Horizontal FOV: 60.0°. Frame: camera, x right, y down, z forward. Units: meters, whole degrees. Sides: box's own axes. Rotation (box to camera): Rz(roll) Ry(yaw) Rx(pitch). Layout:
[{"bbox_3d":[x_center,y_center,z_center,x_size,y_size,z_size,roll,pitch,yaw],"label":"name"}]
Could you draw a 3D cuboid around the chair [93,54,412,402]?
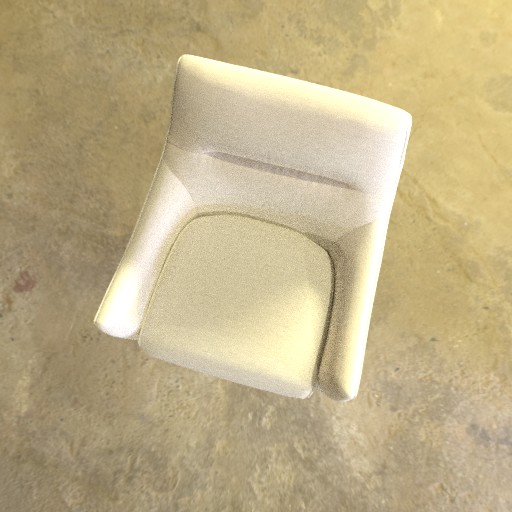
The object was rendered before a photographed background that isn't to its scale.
[{"bbox_3d":[0.000,0.000,1.422,0.762,0.838,0.787,15,76,4],"label":"chair"}]
